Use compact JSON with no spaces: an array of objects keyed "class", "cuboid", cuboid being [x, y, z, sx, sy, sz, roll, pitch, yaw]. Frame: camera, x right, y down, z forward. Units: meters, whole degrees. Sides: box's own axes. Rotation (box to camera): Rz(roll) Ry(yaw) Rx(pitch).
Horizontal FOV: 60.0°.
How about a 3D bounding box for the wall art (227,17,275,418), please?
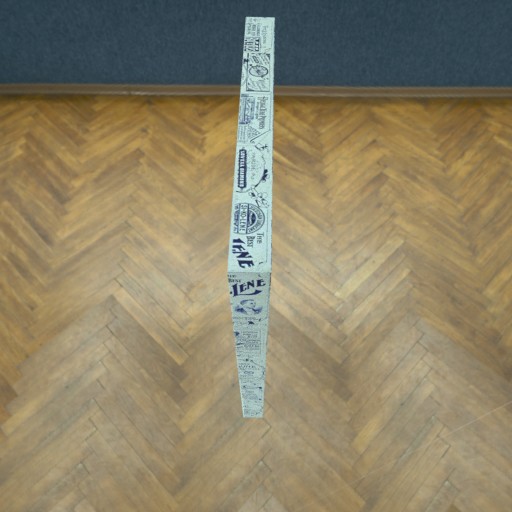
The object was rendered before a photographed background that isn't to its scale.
[{"class":"wall art","cuboid":[0.000,0.000,0.477,0.025,0.376,0.255,1,58,1]}]
